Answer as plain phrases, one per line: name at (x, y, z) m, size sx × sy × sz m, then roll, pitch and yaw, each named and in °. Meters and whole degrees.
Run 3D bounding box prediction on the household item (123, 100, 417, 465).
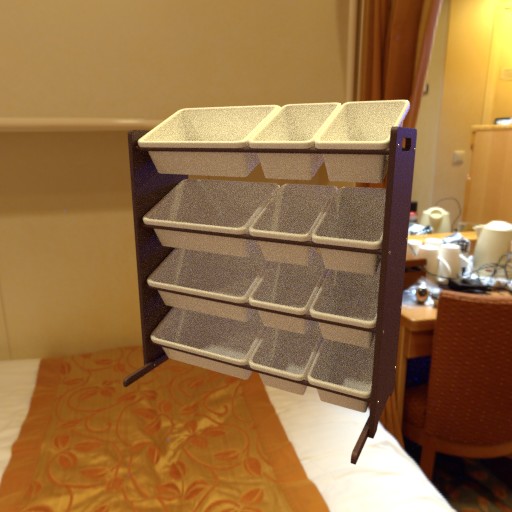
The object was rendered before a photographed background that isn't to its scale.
household item at (0.000, 0.000, 1.301) m, size 0.787 × 0.864 × 0.389 m, roll 8°, pitch 17°, yaw 27°
